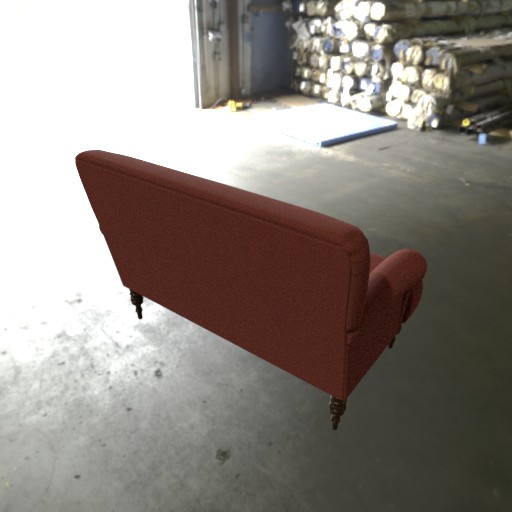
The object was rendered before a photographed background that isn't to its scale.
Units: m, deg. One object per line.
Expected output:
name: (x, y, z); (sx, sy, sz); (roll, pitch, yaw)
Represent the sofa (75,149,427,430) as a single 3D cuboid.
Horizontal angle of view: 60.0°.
sofa: (0.000, 0.000, 1.865); (1.297, 0.889, 0.779); (21, 37, 30)
